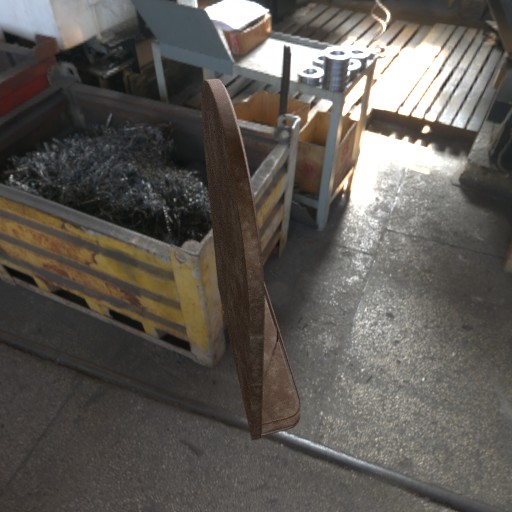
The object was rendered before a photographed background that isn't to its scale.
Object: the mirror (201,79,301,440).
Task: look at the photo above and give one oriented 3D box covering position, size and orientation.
[{"bbox_3d":[0.000,0.000,0.991,0.137,0.770,0.510,-9,48,-9],"label":"mirror"}]
